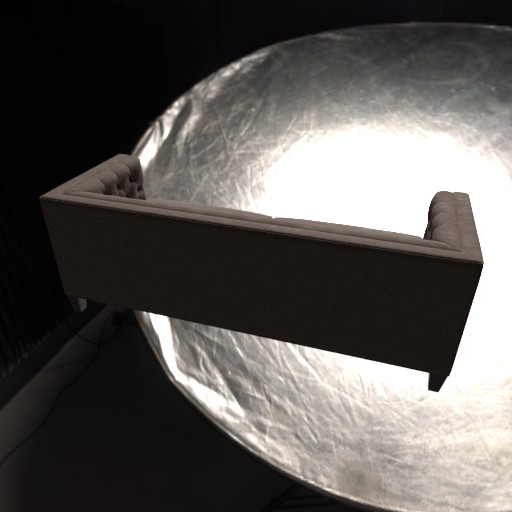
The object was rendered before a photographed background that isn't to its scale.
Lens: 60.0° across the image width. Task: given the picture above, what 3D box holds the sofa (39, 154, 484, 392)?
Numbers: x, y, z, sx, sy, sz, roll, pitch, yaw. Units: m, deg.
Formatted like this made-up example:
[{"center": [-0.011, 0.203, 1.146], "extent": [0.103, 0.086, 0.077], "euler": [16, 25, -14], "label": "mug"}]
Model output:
[{"center": [0.000, 0.000, 2.543], "extent": [2.159, 0.762, 0.775], "euler": [9, 32, 15], "label": "sofa"}]
